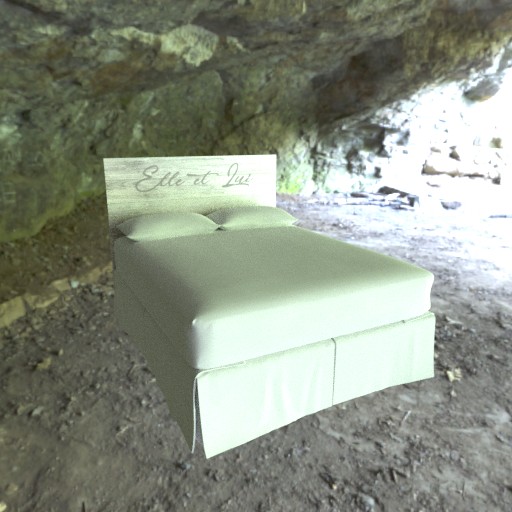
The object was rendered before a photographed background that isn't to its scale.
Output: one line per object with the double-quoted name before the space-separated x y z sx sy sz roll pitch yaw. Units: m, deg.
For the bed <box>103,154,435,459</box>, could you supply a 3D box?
"bed" 0.000 0.000 3.222 1.745 1.335 2.094 -8 17 -27
